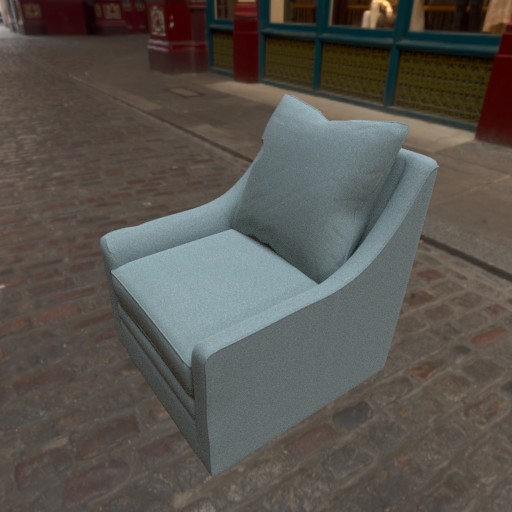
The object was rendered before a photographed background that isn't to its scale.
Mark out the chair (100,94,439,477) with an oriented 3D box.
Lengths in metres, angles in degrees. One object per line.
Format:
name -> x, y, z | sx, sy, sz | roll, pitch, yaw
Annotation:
chair -> 0.000, 0.000, 1.559 | 0.870, 0.926, 0.760 | -20, 36, -30
